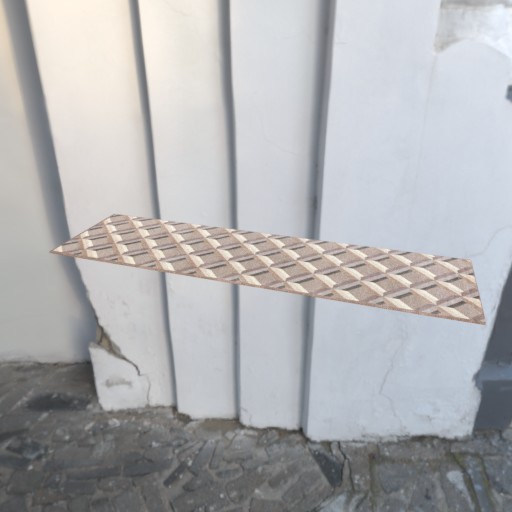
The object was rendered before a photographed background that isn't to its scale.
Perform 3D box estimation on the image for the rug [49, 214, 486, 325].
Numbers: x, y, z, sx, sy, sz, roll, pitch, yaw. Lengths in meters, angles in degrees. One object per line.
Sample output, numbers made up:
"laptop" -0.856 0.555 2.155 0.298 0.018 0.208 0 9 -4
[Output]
"rug" 0.000 0.000 2.652 2.437 0.013 0.685 8 27 16
